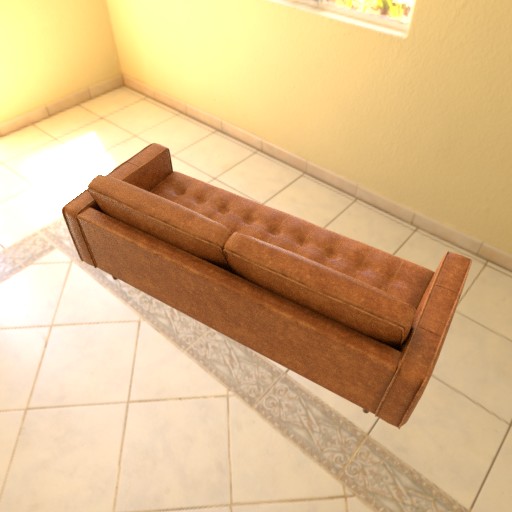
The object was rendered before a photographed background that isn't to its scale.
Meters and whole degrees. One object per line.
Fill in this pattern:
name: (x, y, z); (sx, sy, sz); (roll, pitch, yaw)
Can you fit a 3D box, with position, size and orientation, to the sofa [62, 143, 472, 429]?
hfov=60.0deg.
sofa: (0.000, 0.000, 2.606); (2.199, 0.779, 0.886); (24, 51, 21)
